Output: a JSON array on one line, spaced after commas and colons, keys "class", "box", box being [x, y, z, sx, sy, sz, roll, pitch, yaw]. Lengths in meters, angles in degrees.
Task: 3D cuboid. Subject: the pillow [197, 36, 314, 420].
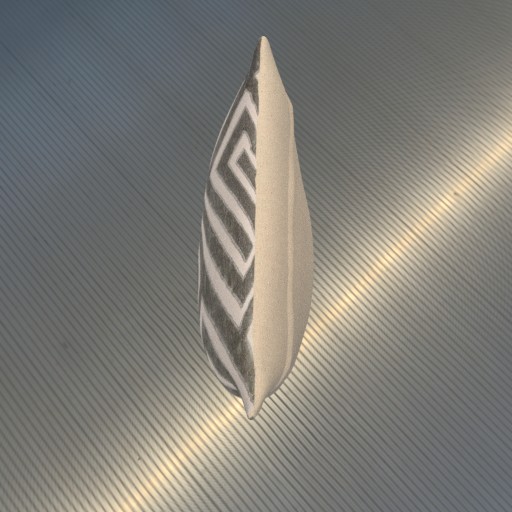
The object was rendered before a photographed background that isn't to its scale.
[{"class": "pillow", "box": [0.000, 0.000, 0.675, 0.182, 0.441, 0.440, 2, 74, 0]}]
